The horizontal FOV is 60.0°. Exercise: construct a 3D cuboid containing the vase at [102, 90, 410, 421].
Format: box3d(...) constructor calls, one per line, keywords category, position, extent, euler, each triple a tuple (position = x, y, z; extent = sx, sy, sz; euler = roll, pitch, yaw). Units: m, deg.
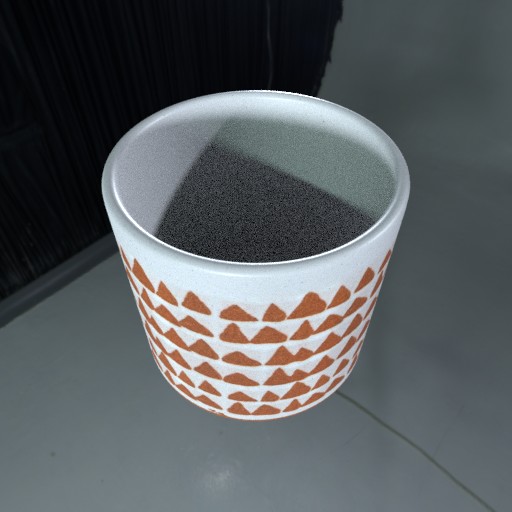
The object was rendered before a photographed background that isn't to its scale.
box3d(category="vase", position=(0.000, 0.000, 0.246), extent=(0.137, 0.127, 0.137), euler=(0, 46, 0))
